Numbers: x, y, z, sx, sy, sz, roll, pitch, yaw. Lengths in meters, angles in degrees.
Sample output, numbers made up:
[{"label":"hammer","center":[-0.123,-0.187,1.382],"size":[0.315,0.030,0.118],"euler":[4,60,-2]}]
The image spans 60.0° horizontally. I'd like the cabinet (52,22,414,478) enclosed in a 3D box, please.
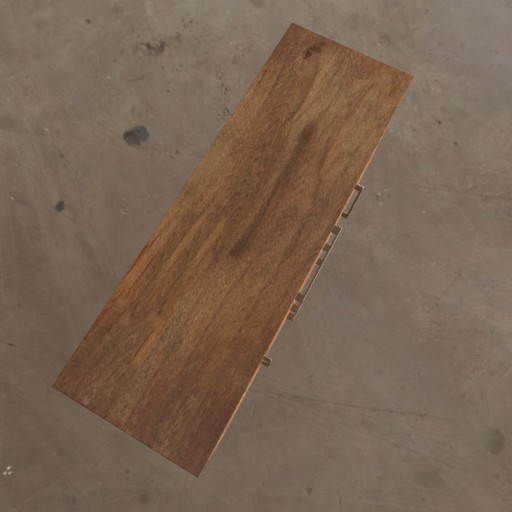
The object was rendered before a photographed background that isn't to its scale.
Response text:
[{"label":"cabinet","center":[0.000,0.000,1.705],"size":[0.480,0.812,1.373],"euler":[28,75,8]}]
